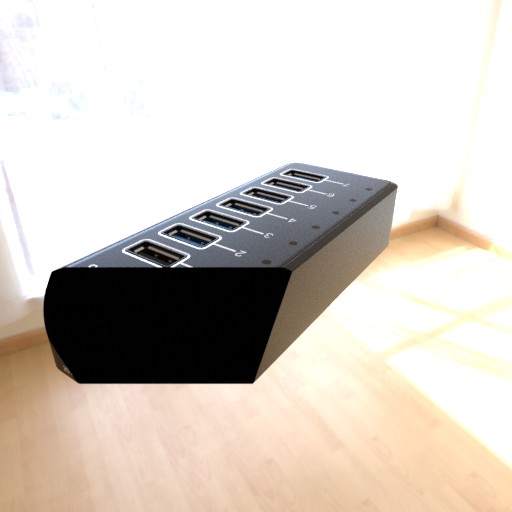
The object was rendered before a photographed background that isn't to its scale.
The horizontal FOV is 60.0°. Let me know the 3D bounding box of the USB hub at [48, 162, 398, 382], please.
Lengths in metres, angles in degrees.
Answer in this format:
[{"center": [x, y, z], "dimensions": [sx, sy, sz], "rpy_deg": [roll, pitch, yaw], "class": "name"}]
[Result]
[{"center": [0.000, 0.000, 0.128], "dimensions": [0.044, 0.023, 0.110], "rpy_deg": [19, 34, 31], "class": "USB hub"}]
